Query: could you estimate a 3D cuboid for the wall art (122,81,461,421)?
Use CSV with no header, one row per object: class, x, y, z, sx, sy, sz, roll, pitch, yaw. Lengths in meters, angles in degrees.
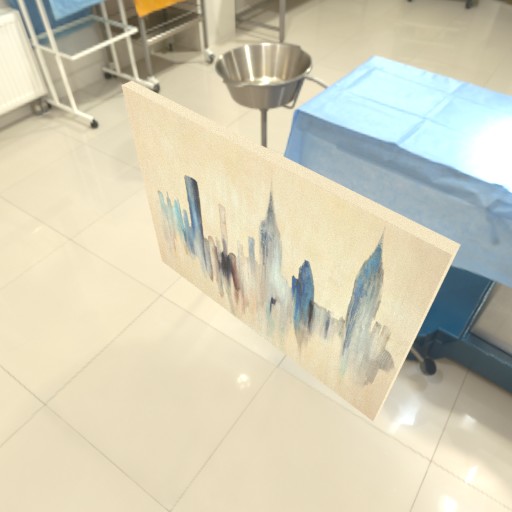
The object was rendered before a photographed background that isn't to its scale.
wall art,0.000,0.000,1.347,1.016,0.762,0.038,33,55,27
